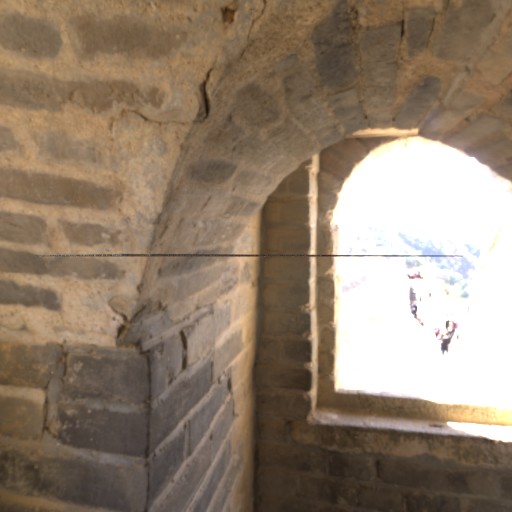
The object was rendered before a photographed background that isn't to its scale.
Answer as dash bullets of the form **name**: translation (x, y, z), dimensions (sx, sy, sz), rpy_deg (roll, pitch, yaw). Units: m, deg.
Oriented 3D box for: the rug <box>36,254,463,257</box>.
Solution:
- **rug**: translation (0.000, 0.000, 2.254), dimensions (1.828, 0.005, 1.220), rpy_deg (0, 0, -37)
